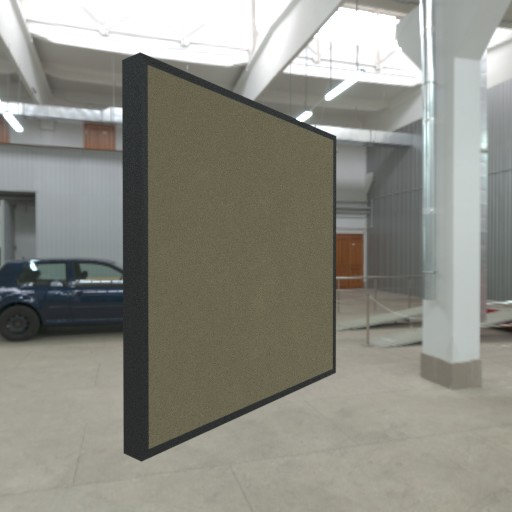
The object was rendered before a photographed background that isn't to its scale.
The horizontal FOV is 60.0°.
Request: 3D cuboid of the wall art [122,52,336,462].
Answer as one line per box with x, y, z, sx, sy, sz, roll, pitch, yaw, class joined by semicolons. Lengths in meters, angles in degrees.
0.000;0.000;0.760;0.037;0.507;0.509;1;1;38;wall art
